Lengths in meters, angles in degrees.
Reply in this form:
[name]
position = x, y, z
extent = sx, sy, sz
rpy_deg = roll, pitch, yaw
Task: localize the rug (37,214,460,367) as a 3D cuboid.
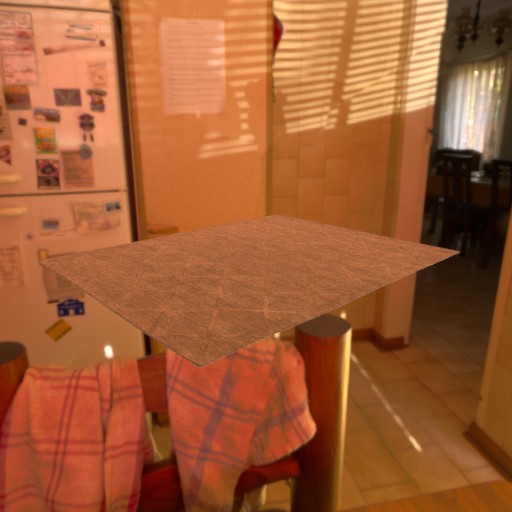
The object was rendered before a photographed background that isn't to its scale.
[rug]
position = 0.000, 0.000, 4.046
extent = 3.048, 0.013, 2.438
rpy_deg = -15, 22, -41
